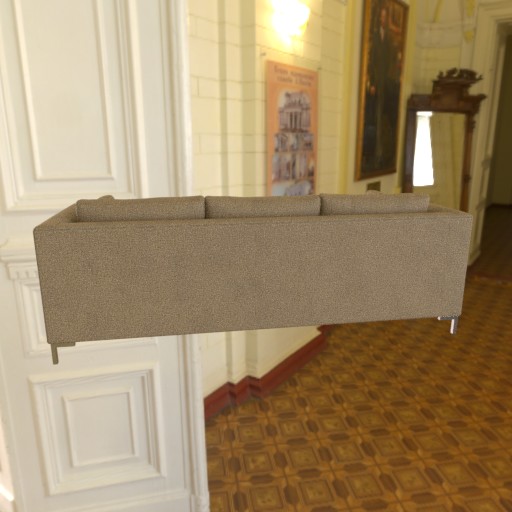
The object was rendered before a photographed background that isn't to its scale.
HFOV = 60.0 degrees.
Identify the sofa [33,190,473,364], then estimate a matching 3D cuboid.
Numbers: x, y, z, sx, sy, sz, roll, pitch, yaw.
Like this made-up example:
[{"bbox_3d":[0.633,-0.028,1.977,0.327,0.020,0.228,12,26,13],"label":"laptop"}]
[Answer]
[{"bbox_3d":[0.000,0.000,2.927,2.415,0.867,0.969,-2,15,-9],"label":"sofa"}]
